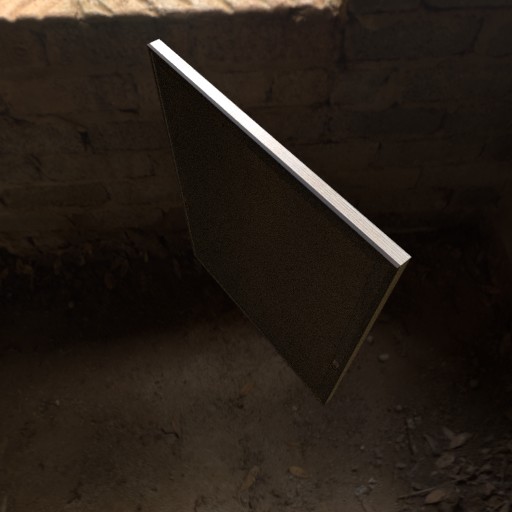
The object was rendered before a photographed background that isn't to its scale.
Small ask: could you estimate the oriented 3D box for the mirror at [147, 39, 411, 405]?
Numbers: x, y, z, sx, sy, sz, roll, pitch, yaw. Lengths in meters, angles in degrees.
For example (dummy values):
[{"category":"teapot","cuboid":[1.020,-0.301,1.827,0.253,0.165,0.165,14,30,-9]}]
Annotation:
[{"category":"mirror","cuboid":[0.000,0.000,1.207,0.032,0.882,0.730,-34,64,-19]}]
